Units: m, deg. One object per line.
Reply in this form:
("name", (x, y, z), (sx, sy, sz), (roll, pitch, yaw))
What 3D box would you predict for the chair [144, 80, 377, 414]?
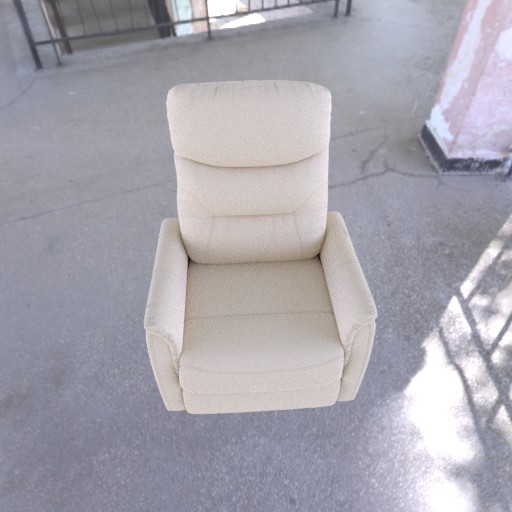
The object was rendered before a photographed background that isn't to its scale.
("chair", (0.000, 0.000, 1.665), (0.775, 1.082, 0.831), (-3, 47, -2))
